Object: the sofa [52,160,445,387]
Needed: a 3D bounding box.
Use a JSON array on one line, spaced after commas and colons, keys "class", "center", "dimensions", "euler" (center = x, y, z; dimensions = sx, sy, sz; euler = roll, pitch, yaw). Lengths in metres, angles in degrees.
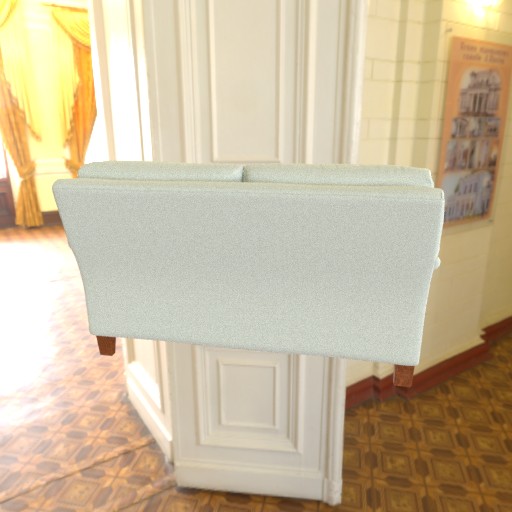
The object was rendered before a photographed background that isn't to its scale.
[{"class": "sofa", "center": [0.000, 0.000, 2.559], "dimensions": [1.853, 1.101, 1.084], "euler": [3, 17, 11]}]
